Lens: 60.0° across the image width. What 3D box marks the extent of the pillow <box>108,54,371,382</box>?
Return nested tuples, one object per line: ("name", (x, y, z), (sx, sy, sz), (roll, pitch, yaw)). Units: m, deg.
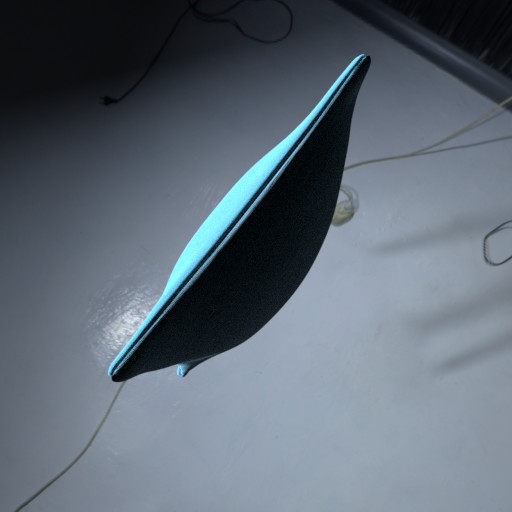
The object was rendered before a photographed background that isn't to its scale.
("pillow", (0.000, 0.000, 0.638), (0.151, 0.415, 0.433), (36, 78, 9))
